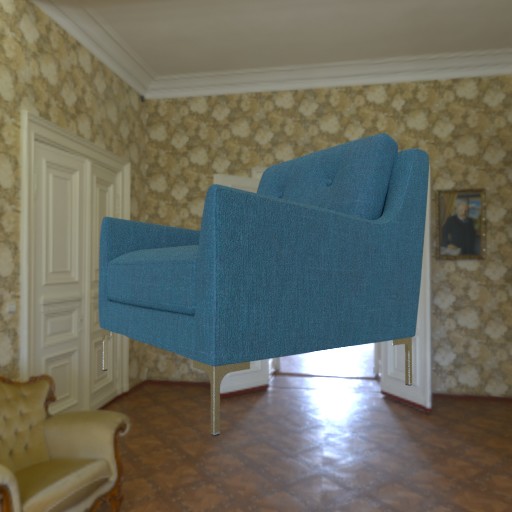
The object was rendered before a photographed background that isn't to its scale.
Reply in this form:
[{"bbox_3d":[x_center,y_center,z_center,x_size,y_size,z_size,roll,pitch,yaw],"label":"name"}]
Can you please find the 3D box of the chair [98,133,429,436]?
[{"bbox_3d":[0.000,0.000,1.546,0.849,0.828,0.847,1,-2,-36],"label":"chair"}]
